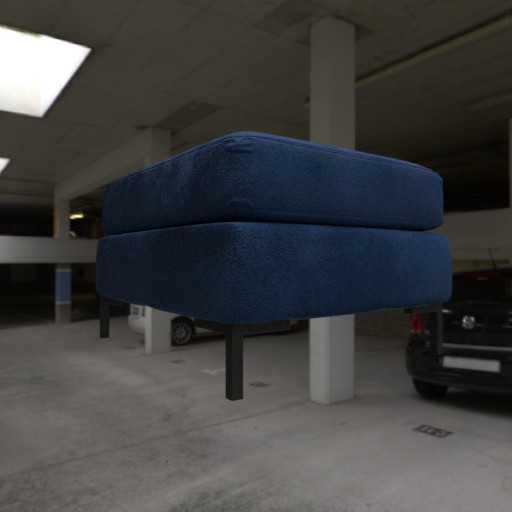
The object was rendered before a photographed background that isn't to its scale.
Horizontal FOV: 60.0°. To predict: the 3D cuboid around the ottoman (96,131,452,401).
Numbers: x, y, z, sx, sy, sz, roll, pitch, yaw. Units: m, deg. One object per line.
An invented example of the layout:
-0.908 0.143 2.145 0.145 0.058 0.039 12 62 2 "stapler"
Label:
0.000 0.000 1.207 0.655 0.485 0.794 0 0 -36 "ottoman"
